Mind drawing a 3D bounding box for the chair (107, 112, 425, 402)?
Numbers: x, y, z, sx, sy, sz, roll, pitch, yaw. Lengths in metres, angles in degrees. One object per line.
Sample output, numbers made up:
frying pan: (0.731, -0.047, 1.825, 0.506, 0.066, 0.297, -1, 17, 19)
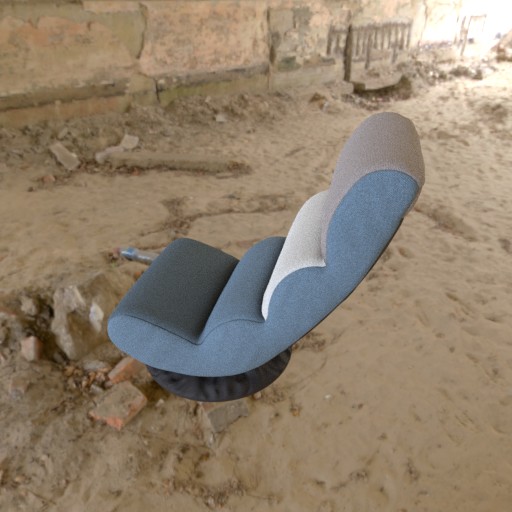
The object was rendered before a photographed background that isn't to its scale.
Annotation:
chair: (0.000, 0.000, 1.077, 0.661, 0.641, 0.420, 7, 32, 12)
